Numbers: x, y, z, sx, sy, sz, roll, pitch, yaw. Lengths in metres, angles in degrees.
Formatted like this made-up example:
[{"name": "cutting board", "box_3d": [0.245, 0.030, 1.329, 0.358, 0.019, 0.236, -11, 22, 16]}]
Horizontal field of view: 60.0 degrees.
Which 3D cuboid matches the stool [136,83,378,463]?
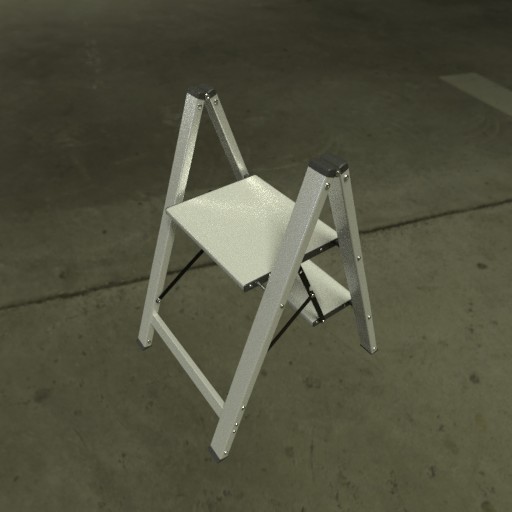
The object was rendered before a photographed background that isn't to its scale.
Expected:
[{"name": "stool", "box_3d": [0.000, 0.000, 1.037, 0.535, 0.670, 0.440, -26, 47, -27]}]
